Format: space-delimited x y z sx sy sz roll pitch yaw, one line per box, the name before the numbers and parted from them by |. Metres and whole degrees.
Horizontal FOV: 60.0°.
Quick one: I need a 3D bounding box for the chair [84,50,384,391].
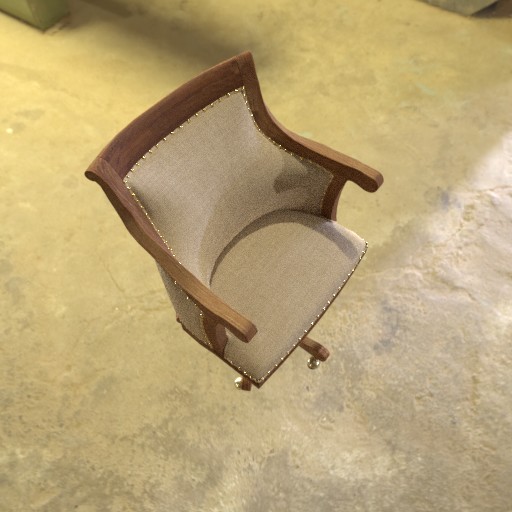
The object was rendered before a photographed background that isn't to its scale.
chair | 0.000 0.000 1.470 0.689 0.965 0.656 34 63 20
